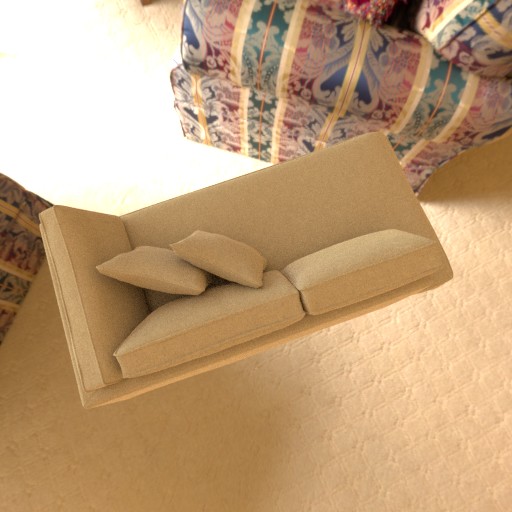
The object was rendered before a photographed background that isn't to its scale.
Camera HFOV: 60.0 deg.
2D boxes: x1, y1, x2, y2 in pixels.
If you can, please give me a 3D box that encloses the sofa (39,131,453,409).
[{"bbox_3d":[0.000,0.000,2.746,2.237,1.033,1.110,-19,77,-5],"label":"sofa"}]
